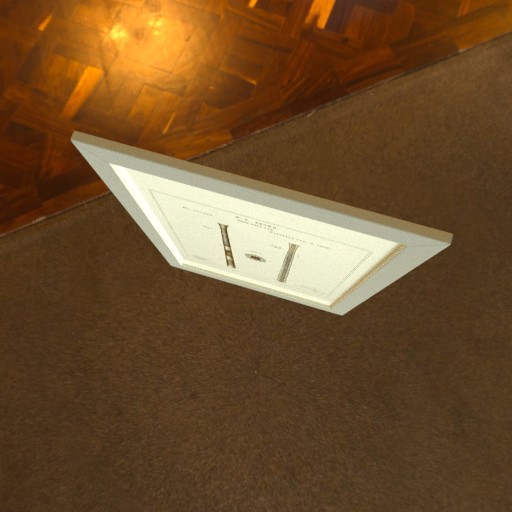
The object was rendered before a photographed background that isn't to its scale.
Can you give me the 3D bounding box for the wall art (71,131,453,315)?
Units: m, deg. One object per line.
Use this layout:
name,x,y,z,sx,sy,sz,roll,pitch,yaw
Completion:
wall art,0.000,0.000,0.674,0.374,0.529,0.012,16,76,4
